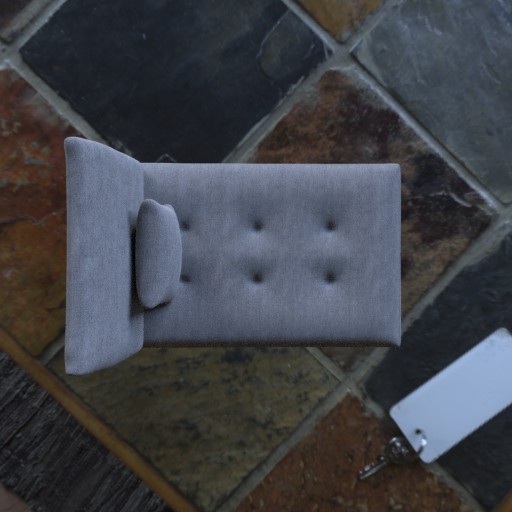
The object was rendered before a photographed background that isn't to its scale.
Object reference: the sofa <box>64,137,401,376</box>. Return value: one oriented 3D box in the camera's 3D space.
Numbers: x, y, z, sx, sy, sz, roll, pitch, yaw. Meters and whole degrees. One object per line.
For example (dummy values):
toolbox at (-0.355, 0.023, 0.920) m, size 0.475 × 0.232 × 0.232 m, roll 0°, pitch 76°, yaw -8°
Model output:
sofa at (0.000, 0.000, 2.035) m, size 1.450 × 0.820 × 0.930 m, roll 0°, pitch 90°, yaw 0°
